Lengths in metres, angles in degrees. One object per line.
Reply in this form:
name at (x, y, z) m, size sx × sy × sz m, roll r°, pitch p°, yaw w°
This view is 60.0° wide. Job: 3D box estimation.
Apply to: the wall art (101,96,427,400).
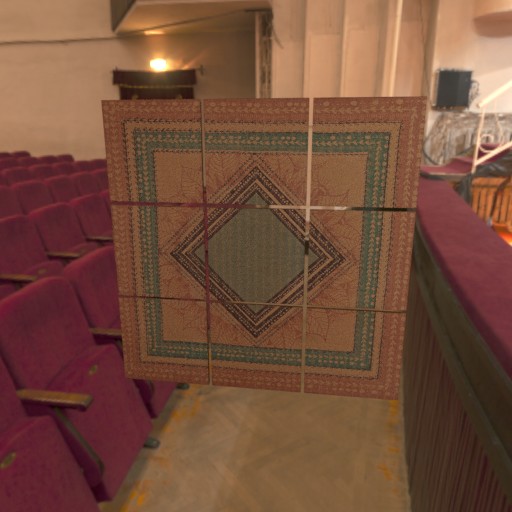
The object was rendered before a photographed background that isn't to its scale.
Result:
wall art at (0.000, 0.000, 1.361) m, size 0.915 × 0.914 × 0.013 m, roll 2°, pitch 15°, yaw 8°
